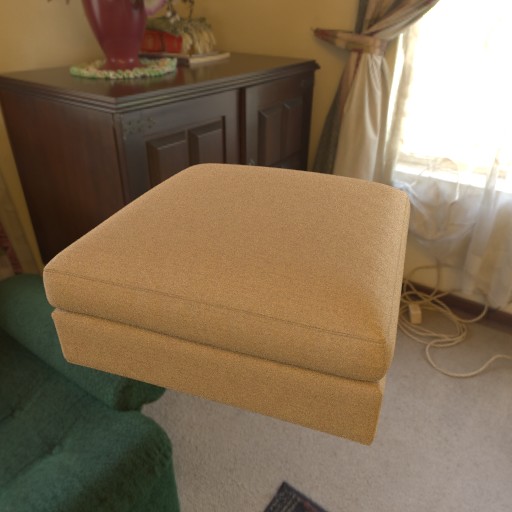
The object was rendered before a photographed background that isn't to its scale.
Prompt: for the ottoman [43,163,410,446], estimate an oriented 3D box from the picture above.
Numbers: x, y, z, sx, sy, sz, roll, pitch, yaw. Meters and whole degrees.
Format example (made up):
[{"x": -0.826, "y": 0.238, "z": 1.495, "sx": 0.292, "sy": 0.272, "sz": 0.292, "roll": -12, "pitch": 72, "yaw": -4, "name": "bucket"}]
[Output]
[{"x": 0.000, "y": 0.000, "z": 1.649, "sx": 1.041, "sy": 0.470, "sz": 1.041, "roll": 10, "pitch": 31, "yaw": 17, "name": "ottoman"}]
